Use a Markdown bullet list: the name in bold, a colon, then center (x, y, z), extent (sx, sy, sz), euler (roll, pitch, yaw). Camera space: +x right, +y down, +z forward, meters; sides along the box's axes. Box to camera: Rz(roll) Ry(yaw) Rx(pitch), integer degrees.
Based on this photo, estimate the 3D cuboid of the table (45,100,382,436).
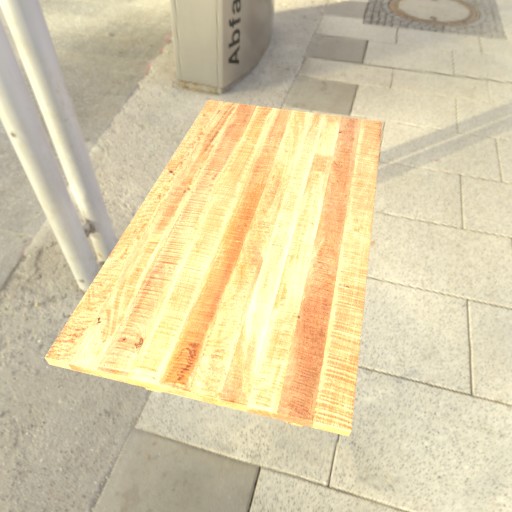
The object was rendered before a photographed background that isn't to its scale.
- **table**: center (0.000, 0.000, 1.641), extent (0.760, 0.455, 1.320), euler (10, 48, 9)
